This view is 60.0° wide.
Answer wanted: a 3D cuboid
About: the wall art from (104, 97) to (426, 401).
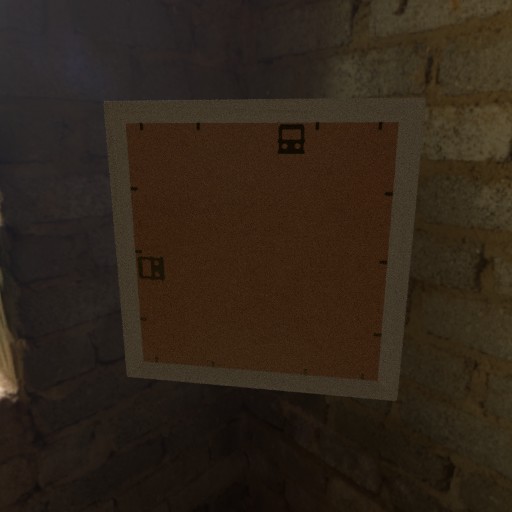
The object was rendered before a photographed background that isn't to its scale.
[{"bbox_3d":[0.000,0.000,0.876,0.584,0.584,0.013,2,16,9],"label":"wall art"}]
